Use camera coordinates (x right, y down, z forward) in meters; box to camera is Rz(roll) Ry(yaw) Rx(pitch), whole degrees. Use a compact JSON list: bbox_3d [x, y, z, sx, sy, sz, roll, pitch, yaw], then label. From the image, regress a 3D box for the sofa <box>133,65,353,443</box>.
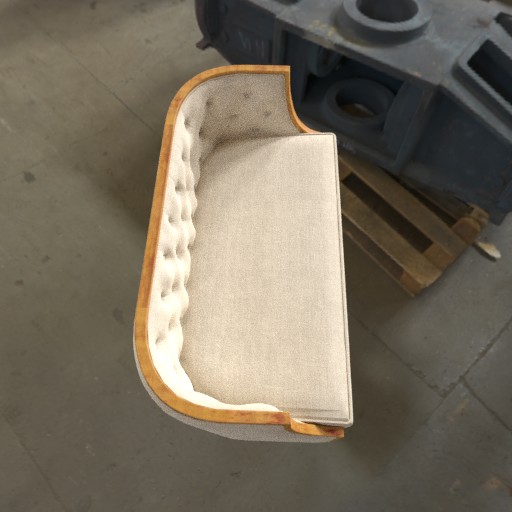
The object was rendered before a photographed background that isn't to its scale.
[{"bbox_3d":[0.000,0.000,1.936,0.770,0.775,1.474,2,64,1],"label":"sofa"}]
